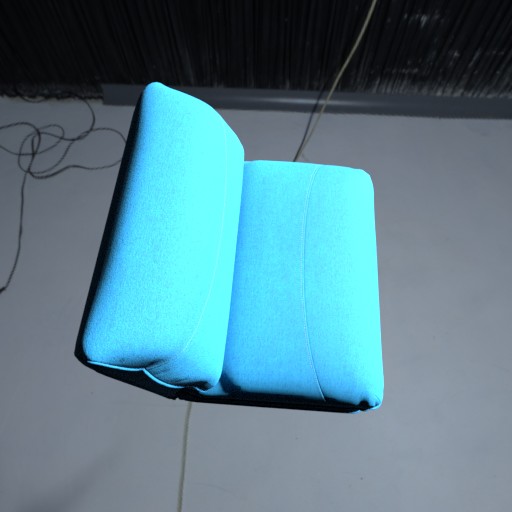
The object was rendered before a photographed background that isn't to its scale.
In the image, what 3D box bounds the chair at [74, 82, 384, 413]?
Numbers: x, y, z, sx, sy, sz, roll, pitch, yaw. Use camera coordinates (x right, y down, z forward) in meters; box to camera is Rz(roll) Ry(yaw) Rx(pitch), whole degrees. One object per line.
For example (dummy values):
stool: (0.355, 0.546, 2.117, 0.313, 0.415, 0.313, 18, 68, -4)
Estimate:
chair: (0.000, 0.000, 1.316, 0.780, 0.580, 0.820, 4, 64, 2)
